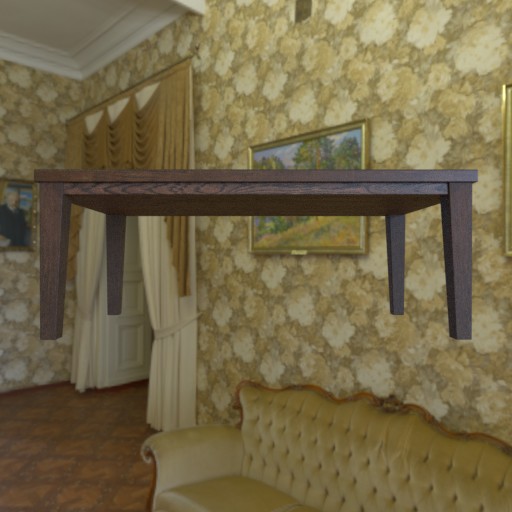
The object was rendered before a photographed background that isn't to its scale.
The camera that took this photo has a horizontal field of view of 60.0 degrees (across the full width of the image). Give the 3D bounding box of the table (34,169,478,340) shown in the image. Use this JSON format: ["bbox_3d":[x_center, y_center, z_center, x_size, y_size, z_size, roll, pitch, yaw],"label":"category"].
[{"bbox_3d":[0.000,0.000,2.477,1.981,0.762,1.016,0,-1,0],"label":"table"}]
